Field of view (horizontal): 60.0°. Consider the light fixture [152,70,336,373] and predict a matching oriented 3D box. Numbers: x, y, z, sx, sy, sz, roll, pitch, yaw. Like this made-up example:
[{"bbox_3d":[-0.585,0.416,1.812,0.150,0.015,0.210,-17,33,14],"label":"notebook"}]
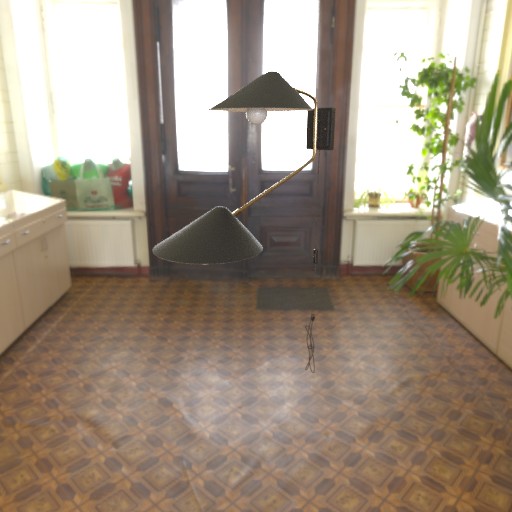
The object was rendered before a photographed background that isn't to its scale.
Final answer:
[{"bbox_3d":[0.000,0.000,0.848,0.189,0.665,0.422,15,22,41],"label":"light fixture"}]
